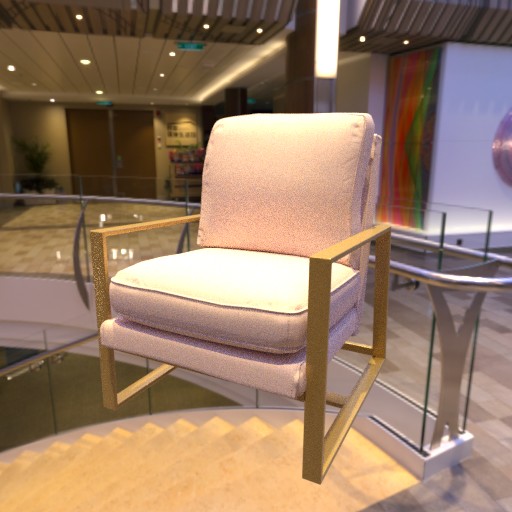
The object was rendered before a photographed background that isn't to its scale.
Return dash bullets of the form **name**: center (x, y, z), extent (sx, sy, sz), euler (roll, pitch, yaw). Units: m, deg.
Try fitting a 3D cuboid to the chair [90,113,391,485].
- **chair**: center (0.000, 0.000, 1.499), extent (0.758, 0.956, 0.813), euler (7, 15, 27)
